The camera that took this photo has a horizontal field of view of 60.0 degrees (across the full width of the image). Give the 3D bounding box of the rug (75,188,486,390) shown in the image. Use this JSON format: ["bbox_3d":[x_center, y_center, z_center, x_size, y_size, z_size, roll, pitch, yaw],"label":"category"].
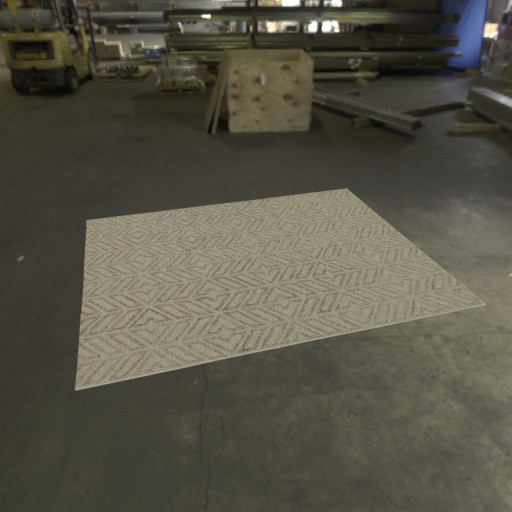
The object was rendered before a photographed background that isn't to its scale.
[{"bbox_3d":[0.000,0.000,4.090,3.045,0.008,2.421,-9,32,-14],"label":"rug"}]
